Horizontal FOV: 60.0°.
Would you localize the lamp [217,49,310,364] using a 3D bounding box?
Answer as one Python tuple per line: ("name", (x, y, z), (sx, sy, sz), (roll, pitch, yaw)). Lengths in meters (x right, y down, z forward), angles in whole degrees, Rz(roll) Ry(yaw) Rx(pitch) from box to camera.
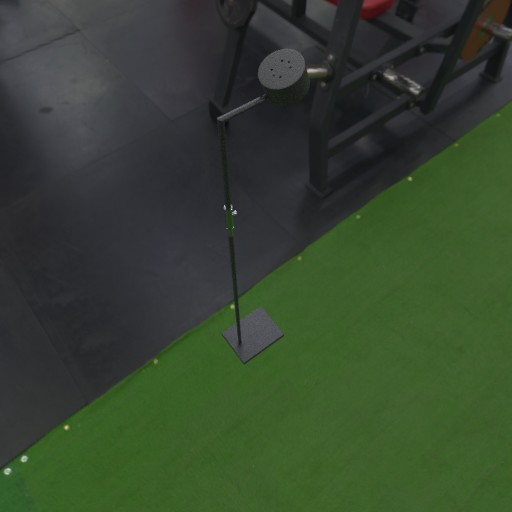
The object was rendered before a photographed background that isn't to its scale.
("lamp", (0.000, 0.000, 1.697), (0.304, 1.600, 0.203), (-32, 64, -18))
